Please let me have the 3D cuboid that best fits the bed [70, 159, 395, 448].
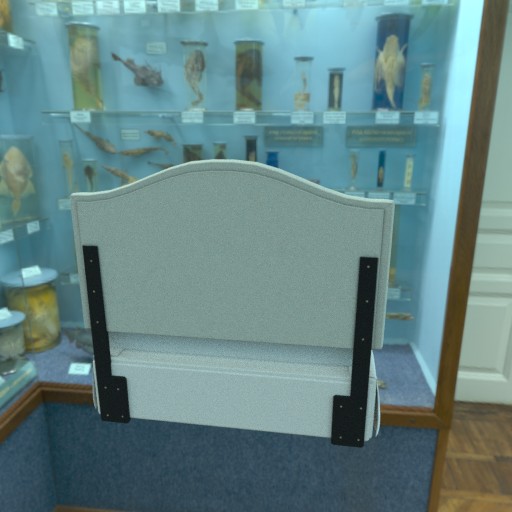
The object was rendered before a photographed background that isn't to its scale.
[{"bbox_3d":[0.000,0.000,3.473,1.813,1.607,2.180,2,16,8],"label":"bed"}]
